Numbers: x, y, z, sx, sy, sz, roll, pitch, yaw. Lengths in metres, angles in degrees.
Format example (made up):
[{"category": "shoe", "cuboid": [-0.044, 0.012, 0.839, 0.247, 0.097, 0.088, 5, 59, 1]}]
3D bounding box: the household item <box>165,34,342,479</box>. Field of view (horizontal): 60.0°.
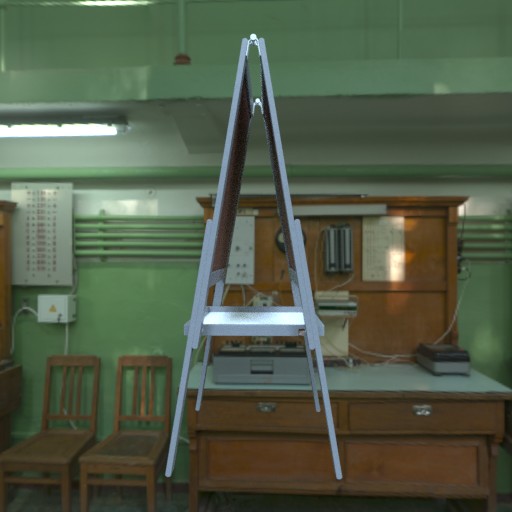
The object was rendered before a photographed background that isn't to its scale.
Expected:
[{"category": "household item", "cuboid": [0.000, 0.000, 1.434, 0.469, 1.172, 0.531, 0, 1, 2]}]
